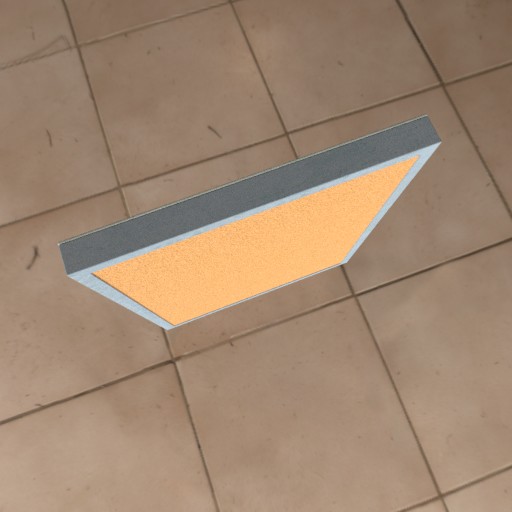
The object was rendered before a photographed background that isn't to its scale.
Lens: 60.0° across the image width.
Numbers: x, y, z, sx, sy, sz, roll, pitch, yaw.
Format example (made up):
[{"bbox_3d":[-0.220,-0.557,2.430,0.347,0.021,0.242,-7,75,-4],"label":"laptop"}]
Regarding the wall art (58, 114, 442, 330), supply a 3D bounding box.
[{"bbox_3d":[0.000,0.000,0.701,0.409,0.509,0.037,-20,76,-5],"label":"wall art"}]
